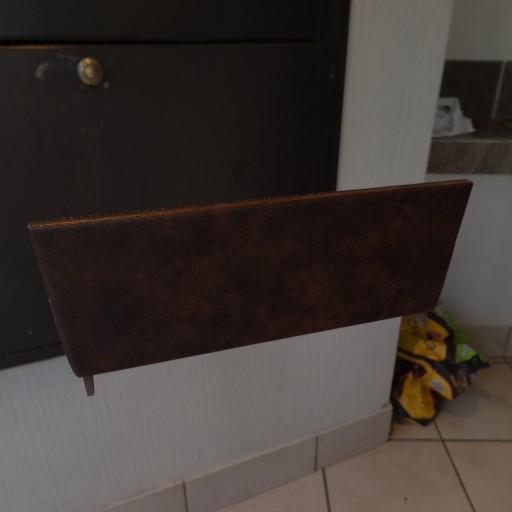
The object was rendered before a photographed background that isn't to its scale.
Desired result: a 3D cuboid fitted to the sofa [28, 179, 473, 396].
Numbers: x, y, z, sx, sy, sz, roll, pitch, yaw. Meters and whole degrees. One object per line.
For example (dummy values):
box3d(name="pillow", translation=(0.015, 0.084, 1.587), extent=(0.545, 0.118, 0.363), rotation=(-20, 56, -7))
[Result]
box3d(name="sofa", translation=(0.000, 0.000, 2.404), extent=(1.995, 0.871, 0.786), rotation=(-8, 26, -16))
